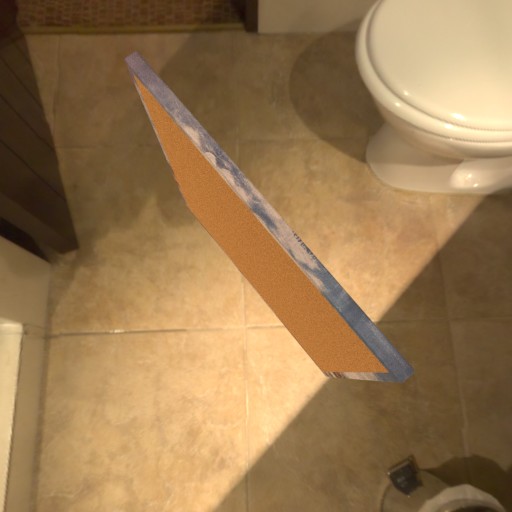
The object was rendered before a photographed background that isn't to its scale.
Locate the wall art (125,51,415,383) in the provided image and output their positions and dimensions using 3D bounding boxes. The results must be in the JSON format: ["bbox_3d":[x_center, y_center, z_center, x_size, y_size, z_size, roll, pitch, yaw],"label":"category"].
[{"bbox_3d":[0.000,0.000,1.328,0.035,0.897,0.888,-38,79,-9],"label":"wall art"}]
